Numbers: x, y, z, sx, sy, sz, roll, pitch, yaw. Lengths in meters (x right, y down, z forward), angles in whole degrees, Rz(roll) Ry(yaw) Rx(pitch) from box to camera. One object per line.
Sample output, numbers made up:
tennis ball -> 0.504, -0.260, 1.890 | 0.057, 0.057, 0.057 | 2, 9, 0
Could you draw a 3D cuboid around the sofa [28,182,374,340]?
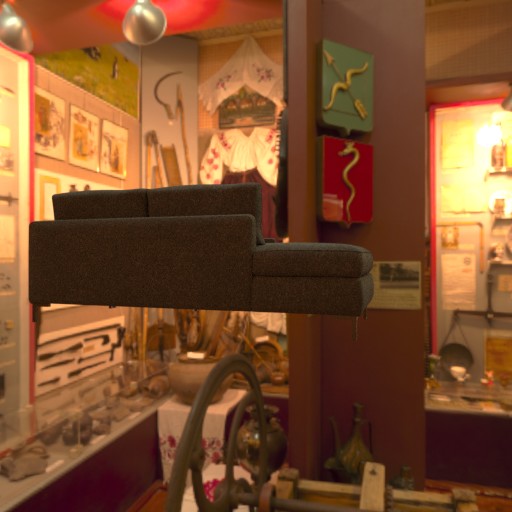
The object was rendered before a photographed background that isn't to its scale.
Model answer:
sofa -> 0.000, 0.000, 3.772 | 2.007, 0.813, 2.956 | 0, 0, 18
